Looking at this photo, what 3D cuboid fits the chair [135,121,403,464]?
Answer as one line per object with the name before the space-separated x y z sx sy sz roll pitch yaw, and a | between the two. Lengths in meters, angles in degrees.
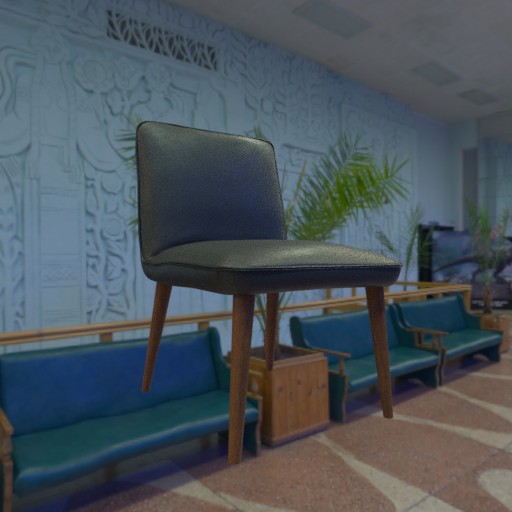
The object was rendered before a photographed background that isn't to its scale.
chair | 0.000 0.000 1.201 0.543 0.801 0.645 0 1 -37
